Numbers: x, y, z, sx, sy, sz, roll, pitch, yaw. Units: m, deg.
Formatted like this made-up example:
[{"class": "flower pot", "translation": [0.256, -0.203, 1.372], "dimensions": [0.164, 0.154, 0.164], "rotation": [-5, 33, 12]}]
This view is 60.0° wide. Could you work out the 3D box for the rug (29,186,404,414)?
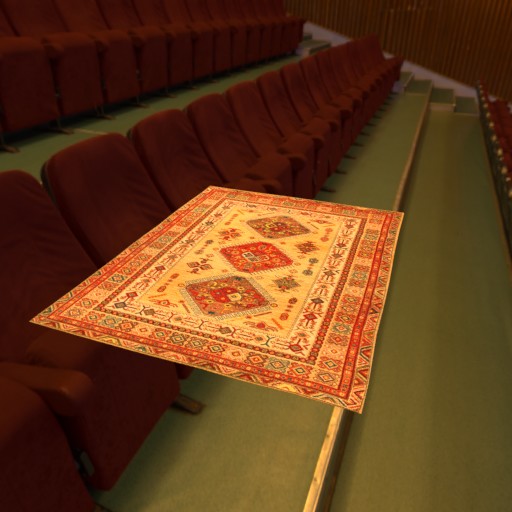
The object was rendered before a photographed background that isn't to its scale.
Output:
[{"class": "rug", "translation": [0.000, 0.000, 4.176], "dimensions": [2.460, 0.005, 3.067], "rotation": [11, 31, 18]}]
